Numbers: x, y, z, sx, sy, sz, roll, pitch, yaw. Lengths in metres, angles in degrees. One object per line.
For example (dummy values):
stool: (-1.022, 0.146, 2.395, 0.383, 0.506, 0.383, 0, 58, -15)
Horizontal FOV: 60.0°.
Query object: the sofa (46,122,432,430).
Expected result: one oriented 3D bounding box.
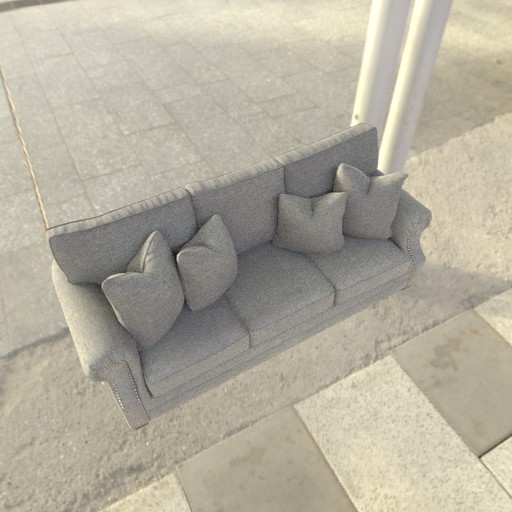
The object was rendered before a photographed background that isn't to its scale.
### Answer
sofa: (0.000, 0.000, 2.806, 2.312, 0.975, 0.965, -23, 51, -20)
